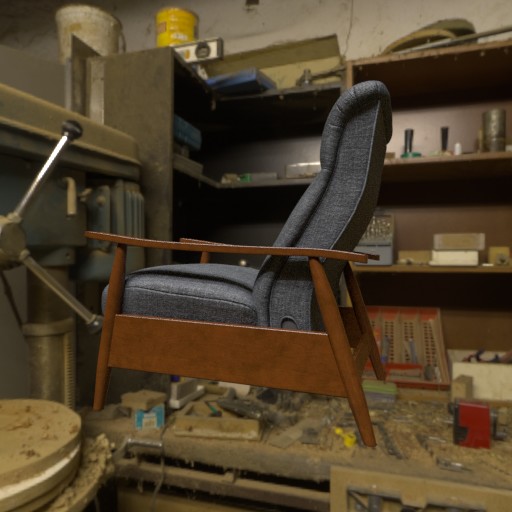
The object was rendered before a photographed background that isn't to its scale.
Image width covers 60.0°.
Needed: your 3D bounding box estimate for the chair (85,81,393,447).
[{"bbox_3d":[0.000,0.000,1.753,1.030,1.082,0.762,0,0,18],"label":"chair"}]
